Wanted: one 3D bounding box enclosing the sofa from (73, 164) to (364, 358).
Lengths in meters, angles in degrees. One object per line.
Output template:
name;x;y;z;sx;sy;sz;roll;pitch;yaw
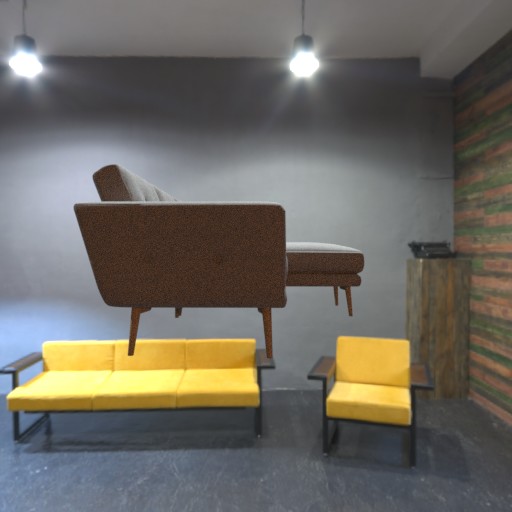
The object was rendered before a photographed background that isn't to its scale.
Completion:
sofa;0.000;0.000;2.849;1.530;0.860;2.040;0;0;1
